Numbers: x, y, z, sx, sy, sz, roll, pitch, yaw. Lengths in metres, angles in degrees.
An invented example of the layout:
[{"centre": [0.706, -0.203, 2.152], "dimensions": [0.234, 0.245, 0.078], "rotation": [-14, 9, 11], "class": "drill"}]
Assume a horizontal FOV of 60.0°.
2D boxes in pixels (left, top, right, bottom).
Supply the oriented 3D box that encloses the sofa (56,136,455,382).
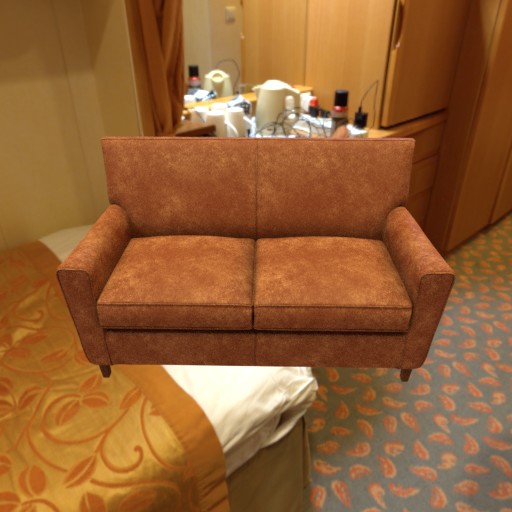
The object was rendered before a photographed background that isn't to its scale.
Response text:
[{"centre": [0.000, 0.000, 1.999], "dimensions": [1.473, 0.871, 0.787], "rotation": [1, 31, 1], "class": "sofa"}]
